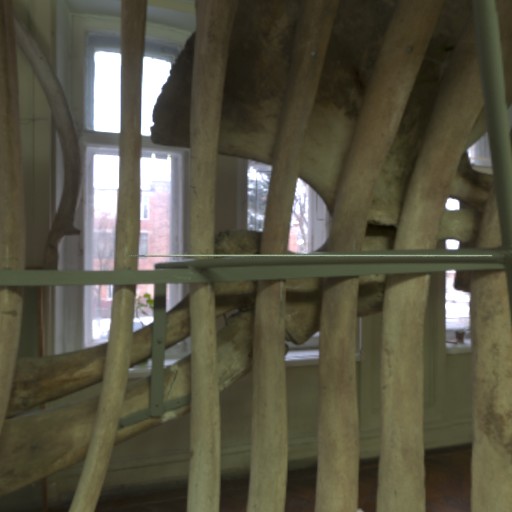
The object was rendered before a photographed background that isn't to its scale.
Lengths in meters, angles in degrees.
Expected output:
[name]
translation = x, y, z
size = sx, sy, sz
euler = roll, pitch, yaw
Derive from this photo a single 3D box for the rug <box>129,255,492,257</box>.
[rug]
translation = 0.000, 0.000, 2.309
size = 1.234, 0.006, 1.854
euler = 0, 0, -17
